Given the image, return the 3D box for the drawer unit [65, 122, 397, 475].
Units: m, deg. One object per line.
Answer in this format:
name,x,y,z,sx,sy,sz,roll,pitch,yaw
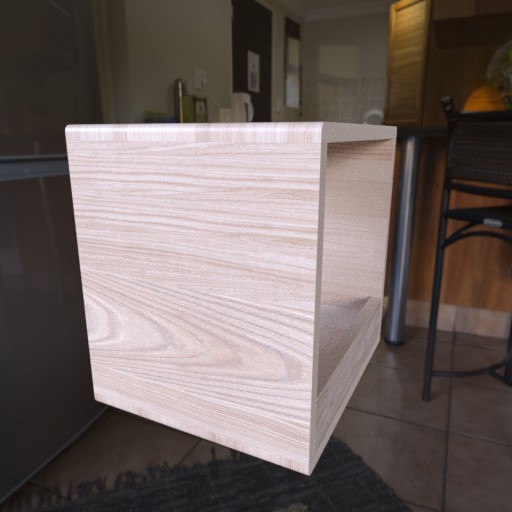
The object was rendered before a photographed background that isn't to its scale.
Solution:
drawer unit,0.000,0.000,0.610,0.290,0.344,0.344,8,17,26
